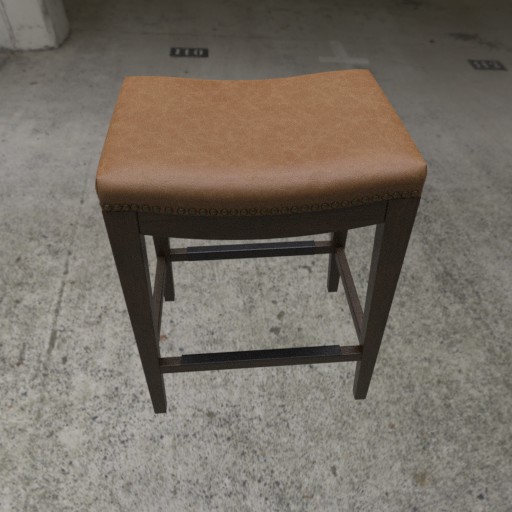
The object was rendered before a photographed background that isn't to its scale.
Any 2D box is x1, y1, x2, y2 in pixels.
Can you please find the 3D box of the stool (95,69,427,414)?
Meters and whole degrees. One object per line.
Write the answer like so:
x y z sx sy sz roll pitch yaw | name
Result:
0.000 0.000 0.944 0.500 0.660 0.361 -3 45 -3 | stool
